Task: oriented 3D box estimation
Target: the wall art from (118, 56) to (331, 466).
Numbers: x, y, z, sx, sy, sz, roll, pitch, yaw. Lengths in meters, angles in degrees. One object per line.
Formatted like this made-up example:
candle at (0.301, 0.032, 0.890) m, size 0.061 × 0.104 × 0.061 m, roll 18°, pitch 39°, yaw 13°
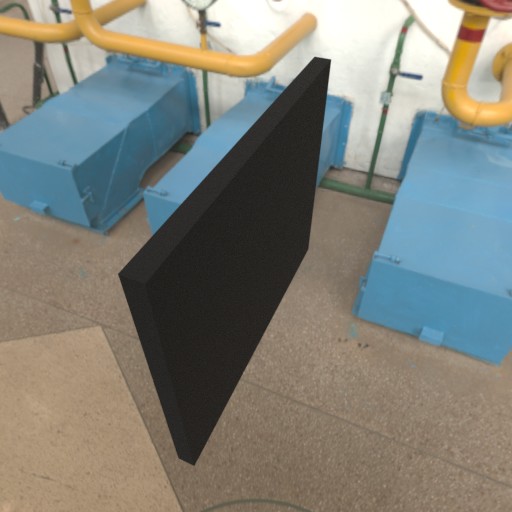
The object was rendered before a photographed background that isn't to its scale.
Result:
wall art at (0.000, 0.000, 0.749) m, size 0.031 × 0.457 × 0.558 m, roll 18°, pitch 48°, yaw 17°
